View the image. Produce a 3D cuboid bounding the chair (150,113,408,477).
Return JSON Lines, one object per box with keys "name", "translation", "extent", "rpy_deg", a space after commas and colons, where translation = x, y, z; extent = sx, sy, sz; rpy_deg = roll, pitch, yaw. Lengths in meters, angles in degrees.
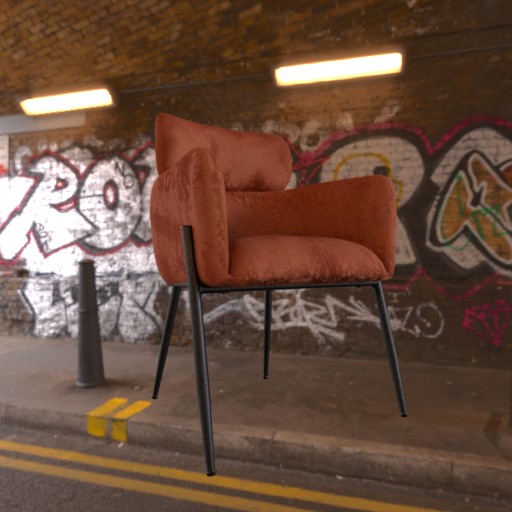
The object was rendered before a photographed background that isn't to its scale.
{"name": "chair", "translation": [0.000, 0.000, 1.123], "extent": [0.561, 0.772, 0.523], "rpy_deg": [0, -1, -34]}
